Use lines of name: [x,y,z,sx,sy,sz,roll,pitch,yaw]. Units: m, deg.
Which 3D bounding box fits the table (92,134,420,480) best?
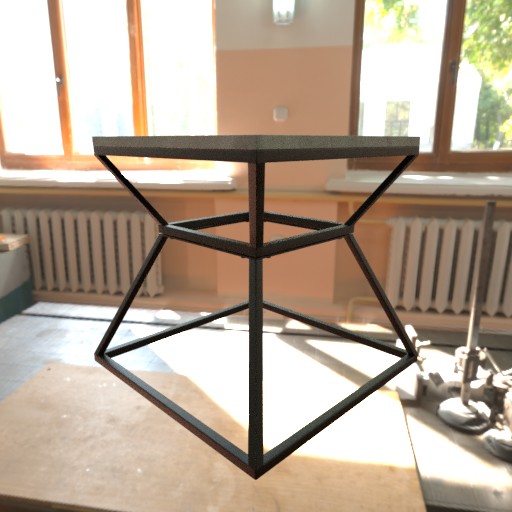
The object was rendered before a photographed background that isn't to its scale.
table: [0.000,0.000,0.827,0.455,0.431,0.455,-14,20,-43]
